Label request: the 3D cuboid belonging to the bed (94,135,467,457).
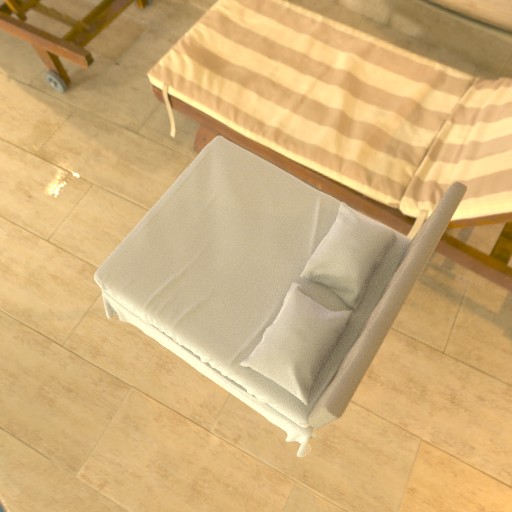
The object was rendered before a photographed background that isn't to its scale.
[{"bbox_3d":[0.000,0.000,3.373,2.222,1.577,1.936,31,69,14],"label":"bed"}]
